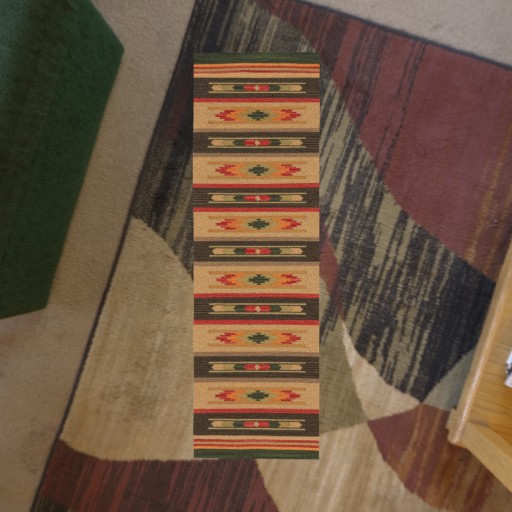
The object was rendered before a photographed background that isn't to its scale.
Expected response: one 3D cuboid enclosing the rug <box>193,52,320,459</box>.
[{"bbox_3d":[0.000,0.000,2.661,0.760,0.009,2.440,0,90,2],"label":"rug"}]
